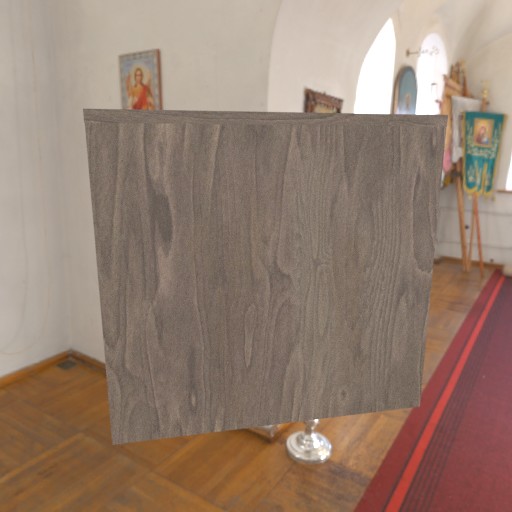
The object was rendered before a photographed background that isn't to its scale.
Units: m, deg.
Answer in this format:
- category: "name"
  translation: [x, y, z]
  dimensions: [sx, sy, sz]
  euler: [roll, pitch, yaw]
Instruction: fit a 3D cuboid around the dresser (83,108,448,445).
- category: "dresser"
  translation: [0.000, 0.000, 1.298]
  dimensions: [0.809, 0.762, 0.529]
  euler: [-3, 14, -11]
